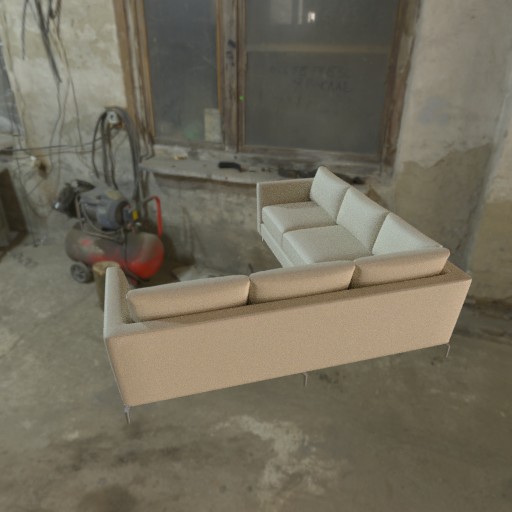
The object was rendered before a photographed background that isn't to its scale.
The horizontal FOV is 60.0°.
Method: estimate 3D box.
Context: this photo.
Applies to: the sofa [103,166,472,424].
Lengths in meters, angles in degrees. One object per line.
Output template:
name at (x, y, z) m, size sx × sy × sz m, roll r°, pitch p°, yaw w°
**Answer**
sofa at (0.000, 0.000, 3.894) m, size 2.448 × 0.867 × 2.430 m, roll -7°, pitch 28°, yaw -14°
